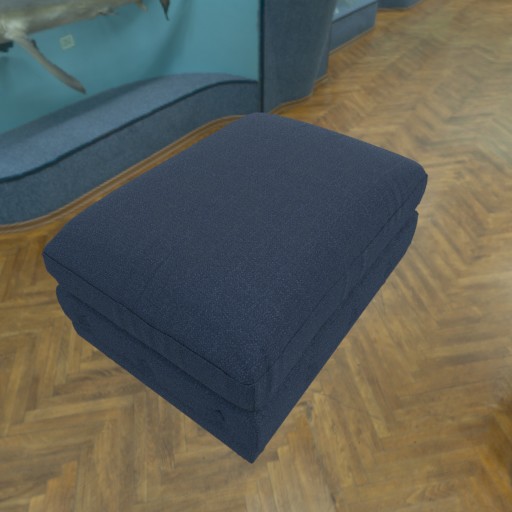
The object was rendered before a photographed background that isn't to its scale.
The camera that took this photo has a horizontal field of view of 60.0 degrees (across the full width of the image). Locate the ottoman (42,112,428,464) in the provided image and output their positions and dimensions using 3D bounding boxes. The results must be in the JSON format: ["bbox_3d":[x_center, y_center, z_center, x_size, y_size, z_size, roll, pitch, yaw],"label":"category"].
[{"bbox_3d":[0.000,0.000,1.097,0.558,0.486,0.767,26,48,26],"label":"ottoman"}]
